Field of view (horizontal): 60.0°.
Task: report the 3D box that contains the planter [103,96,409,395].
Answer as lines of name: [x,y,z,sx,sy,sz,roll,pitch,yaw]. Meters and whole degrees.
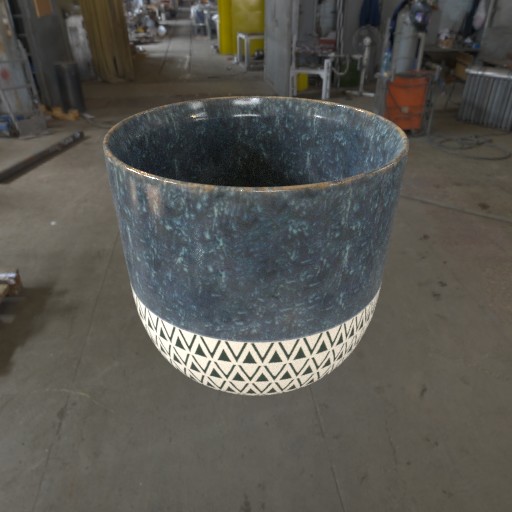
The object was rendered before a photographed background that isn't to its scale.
planter: [0.000,0.000,0.471,0.266,0.270,0.266,0,32,0]
